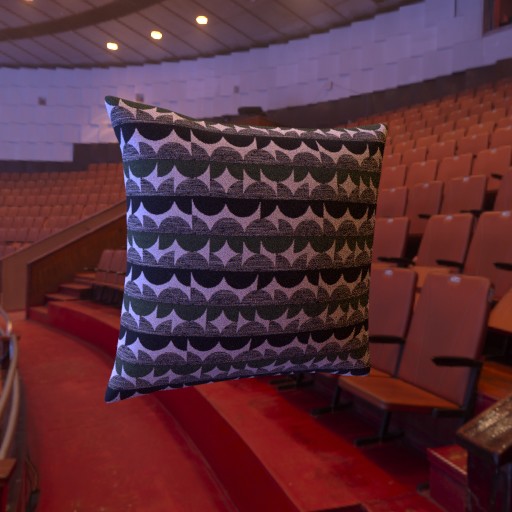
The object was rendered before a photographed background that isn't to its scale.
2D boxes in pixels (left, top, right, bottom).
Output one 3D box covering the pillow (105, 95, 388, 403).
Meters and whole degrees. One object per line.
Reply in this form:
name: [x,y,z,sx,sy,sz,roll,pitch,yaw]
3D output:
pillow: [0.000,0.000,0.644,0.419,0.404,0.180,0,1,-18]
